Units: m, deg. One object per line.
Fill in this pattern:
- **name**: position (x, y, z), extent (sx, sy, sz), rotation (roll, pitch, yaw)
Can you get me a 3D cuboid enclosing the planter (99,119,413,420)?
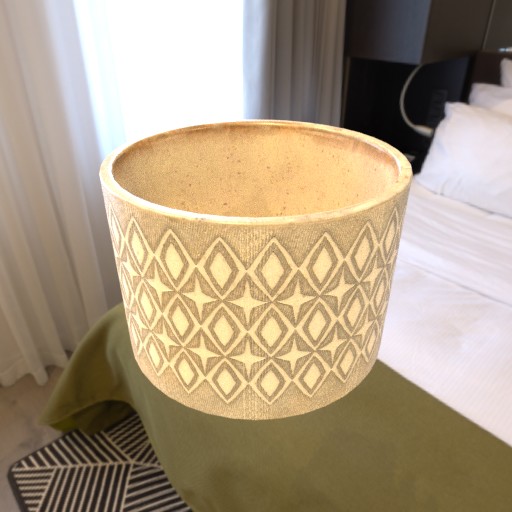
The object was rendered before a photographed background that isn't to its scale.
- **planter**: position (0.000, 0.000, 0.311), extent (0.186, 0.144, 0.186), rotation (0, 31, 0)
